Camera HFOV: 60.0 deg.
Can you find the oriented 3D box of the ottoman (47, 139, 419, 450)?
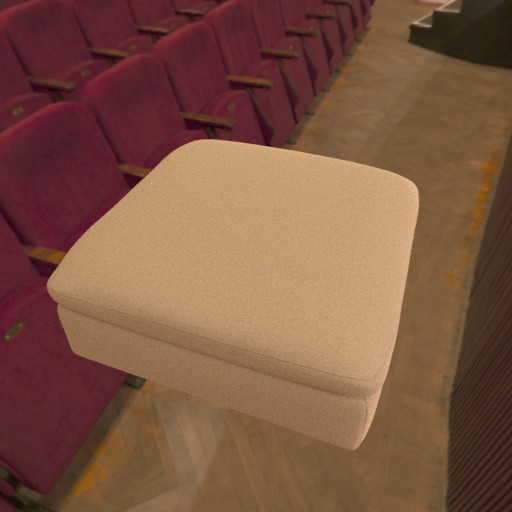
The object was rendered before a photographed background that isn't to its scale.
[{"bbox_3d":[0.000,0.000,1.548,0.996,0.467,0.977,14,43,15],"label":"ottoman"}]
